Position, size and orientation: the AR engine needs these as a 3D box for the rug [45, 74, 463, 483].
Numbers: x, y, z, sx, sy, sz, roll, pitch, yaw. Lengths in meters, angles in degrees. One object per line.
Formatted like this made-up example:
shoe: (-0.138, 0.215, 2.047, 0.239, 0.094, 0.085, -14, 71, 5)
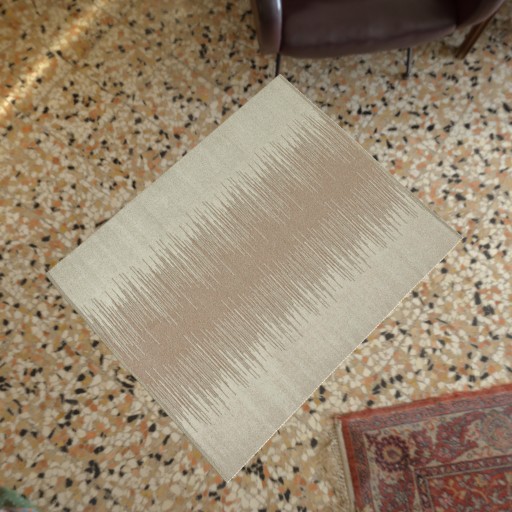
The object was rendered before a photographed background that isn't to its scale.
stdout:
rug: (0.000, 0.000, 4.103, 3.048, 0.013, 2.438, -43, 80, -10)
